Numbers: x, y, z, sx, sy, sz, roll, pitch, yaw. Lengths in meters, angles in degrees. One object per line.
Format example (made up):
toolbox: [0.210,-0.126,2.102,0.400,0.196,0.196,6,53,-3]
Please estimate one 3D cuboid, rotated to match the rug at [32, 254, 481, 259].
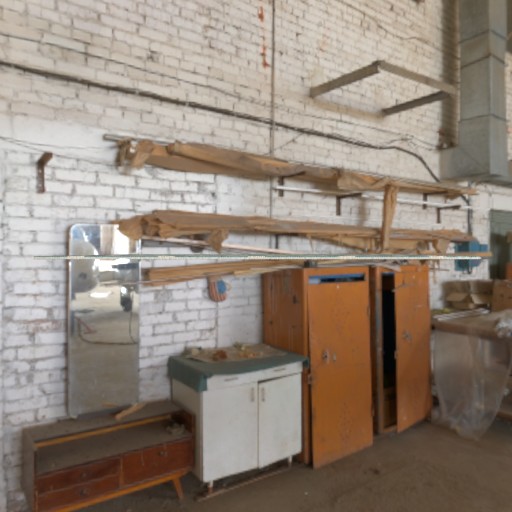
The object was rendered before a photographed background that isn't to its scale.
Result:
rug: [0.000,0.000,4.235,3.049,0.021,2.466,0,1,0]
